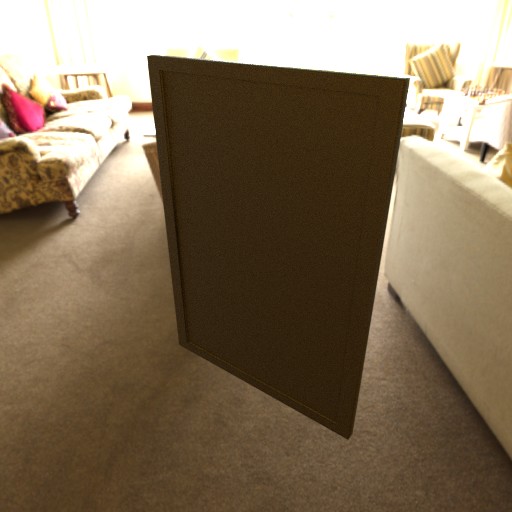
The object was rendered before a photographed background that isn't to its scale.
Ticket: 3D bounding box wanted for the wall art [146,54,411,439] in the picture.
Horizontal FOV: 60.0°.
[{"bbox_3d":[0.000,0.000,0.540,0.303,0.431,0.013,20,36,31],"label":"wall art"}]
